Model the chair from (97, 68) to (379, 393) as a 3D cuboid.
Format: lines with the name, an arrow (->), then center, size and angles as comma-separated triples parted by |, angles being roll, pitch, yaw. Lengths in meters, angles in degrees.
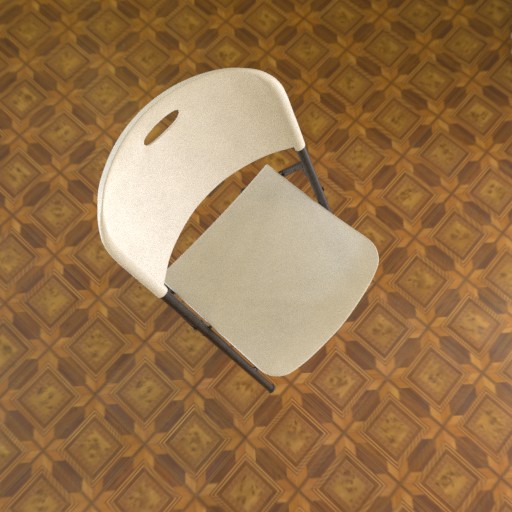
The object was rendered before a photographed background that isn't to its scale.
chair -> 0.000, 0.000, 1.171 | 0.566, 0.810, 0.494 | 41, 79, 9
